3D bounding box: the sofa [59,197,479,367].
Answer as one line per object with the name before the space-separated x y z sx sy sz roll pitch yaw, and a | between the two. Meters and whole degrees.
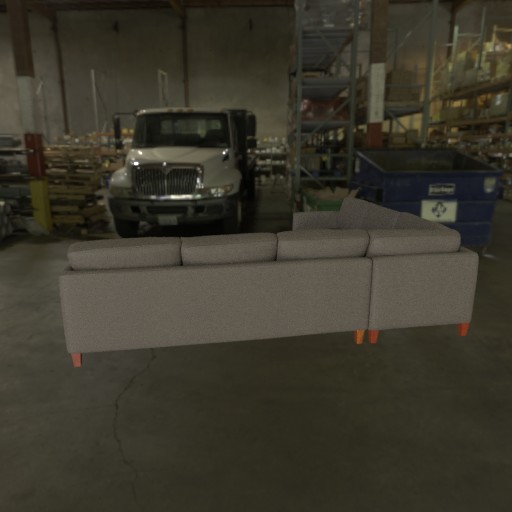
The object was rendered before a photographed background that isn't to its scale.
sofa | 0.000 0.000 4.608 3.302 0.947 2.593 -3 14 -10
